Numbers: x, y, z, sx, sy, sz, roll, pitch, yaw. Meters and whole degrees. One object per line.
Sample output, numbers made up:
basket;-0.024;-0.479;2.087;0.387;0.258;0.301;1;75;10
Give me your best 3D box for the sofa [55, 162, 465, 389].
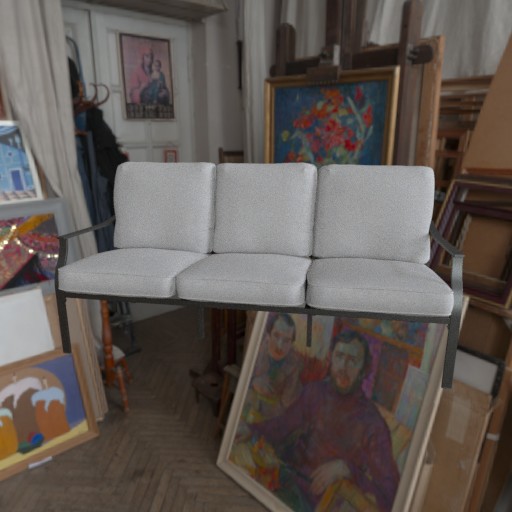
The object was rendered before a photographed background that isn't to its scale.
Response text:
sofa;0.000;0.000;2.155;1.740;0.860;0.787;3;16;10
